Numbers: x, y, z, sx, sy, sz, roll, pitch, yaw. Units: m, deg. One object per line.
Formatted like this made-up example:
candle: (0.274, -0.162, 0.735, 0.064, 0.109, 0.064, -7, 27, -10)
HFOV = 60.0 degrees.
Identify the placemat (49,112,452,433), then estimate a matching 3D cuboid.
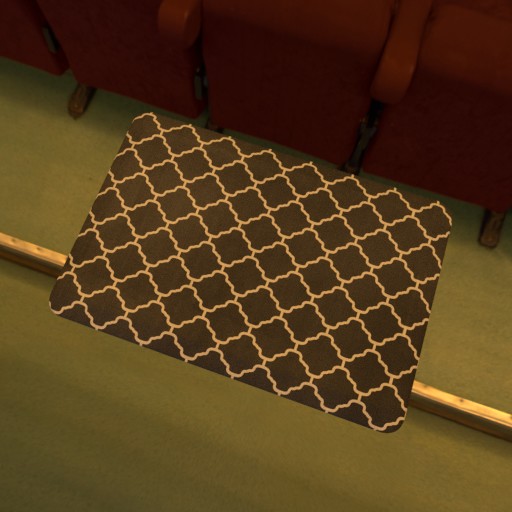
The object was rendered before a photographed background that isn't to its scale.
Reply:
placemat: (0.000, 0.000, 0.945, 0.762, 0.021, 0.508, 18, 75, 5)
